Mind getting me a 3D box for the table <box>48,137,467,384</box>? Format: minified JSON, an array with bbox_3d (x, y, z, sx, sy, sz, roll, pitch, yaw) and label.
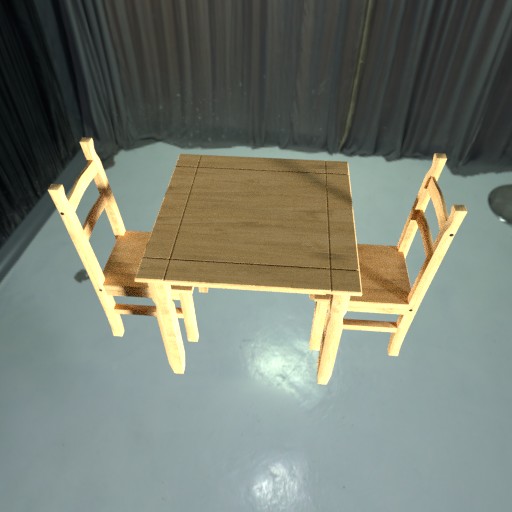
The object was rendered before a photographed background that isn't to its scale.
[{"bbox_3d":[0.000,0.000,2.043,1.501,0.942,0.813,3,46,3],"label":"table"}]
